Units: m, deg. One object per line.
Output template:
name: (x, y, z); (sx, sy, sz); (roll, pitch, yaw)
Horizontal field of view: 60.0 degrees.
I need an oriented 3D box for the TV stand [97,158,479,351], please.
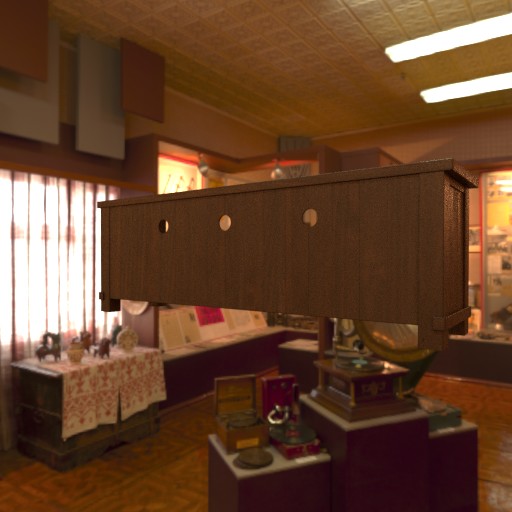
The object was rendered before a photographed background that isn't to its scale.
TV stand: (0.000, 0.000, 2.129); (1.866, 0.615, 0.471); (0, 0, 36)
